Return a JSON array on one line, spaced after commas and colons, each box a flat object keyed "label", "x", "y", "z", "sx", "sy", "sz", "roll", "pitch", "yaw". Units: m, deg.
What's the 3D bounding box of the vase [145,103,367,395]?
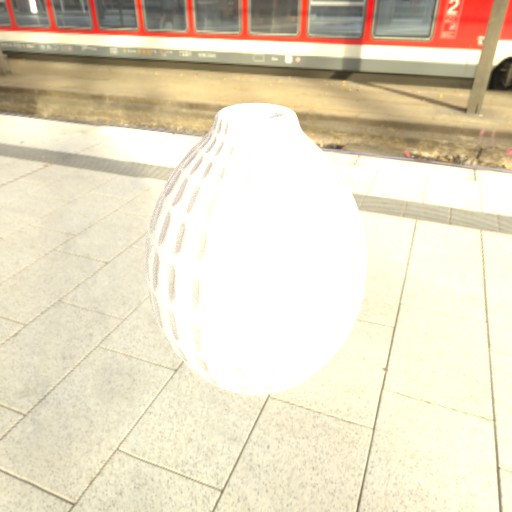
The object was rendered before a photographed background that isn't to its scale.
[{"label": "vase", "x": 0.000, "y": 0.000, "z": 0.261, "sx": 0.128, "sy": 0.167, "sz": 0.128, "roll": 0, "pitch": 32, "yaw": 0}]
